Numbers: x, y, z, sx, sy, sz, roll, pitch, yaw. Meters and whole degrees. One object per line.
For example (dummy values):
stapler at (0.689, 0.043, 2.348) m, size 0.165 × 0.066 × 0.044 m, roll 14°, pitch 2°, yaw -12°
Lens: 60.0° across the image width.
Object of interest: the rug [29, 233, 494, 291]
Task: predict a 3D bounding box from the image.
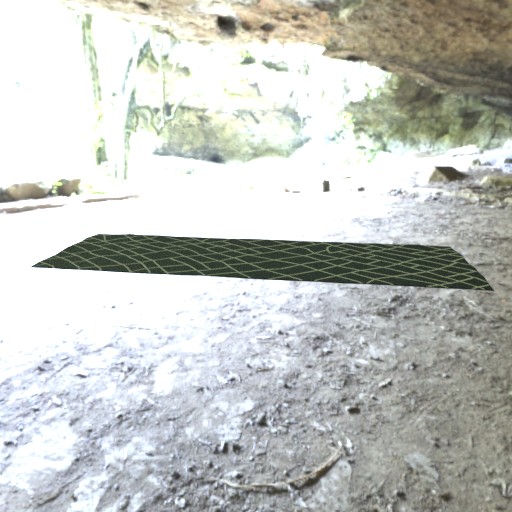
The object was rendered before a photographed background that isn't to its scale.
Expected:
rug at (0.000, 0.000, 2.685) m, size 2.476 × 0.010 × 0.807 m, roll 2°, pitch 17°, yaw 8°
